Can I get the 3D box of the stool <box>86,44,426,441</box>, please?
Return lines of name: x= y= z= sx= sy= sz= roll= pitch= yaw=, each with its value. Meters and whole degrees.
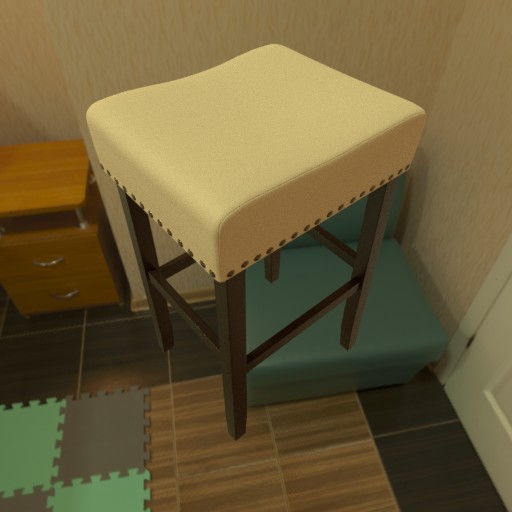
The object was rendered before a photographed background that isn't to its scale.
stool: x=0.000 y=0.000 z=1.041 sx=0.471 sy=0.762 sz=0.401 roll=-31 pitch=53 yaw=-27
